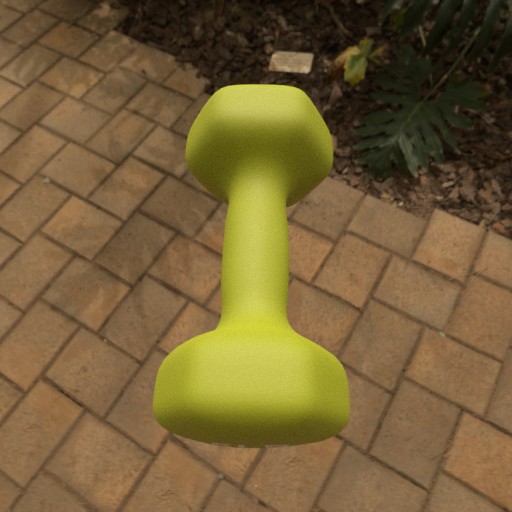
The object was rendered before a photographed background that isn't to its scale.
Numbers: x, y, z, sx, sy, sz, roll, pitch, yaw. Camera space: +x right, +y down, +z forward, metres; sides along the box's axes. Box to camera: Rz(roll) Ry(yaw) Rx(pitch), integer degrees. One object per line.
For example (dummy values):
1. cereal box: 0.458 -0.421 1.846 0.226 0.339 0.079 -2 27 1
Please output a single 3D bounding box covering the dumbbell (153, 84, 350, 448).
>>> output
1. dumbbell: 0.000 0.000 0.207 0.080 0.072 0.164 2 63 1
